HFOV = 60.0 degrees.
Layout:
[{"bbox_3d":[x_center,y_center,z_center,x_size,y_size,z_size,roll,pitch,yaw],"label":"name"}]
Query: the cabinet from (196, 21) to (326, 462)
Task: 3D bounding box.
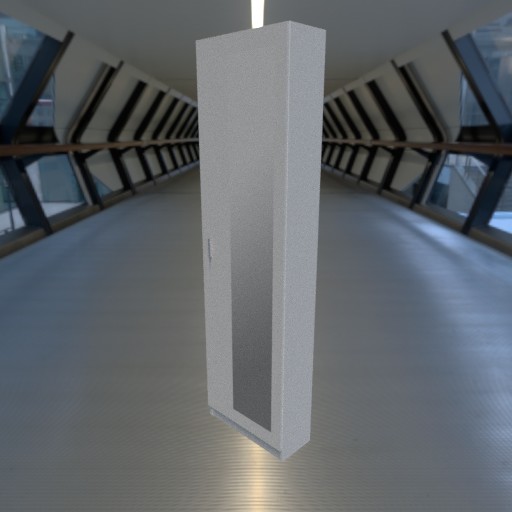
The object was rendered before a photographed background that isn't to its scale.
[{"bbox_3d":[0.000,0.000,1.974,0.500,1.790,0.230,15,22,42],"label":"cabinet"}]
